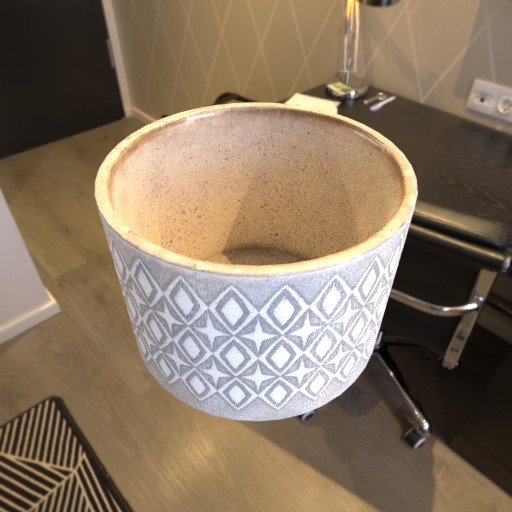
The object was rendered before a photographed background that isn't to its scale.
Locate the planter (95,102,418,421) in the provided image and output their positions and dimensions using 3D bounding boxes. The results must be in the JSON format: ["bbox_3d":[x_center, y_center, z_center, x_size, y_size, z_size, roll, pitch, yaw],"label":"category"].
[{"bbox_3d":[0.000,0.000,0.311,0.186,0.144,0.186,0,42,0],"label":"planter"}]
